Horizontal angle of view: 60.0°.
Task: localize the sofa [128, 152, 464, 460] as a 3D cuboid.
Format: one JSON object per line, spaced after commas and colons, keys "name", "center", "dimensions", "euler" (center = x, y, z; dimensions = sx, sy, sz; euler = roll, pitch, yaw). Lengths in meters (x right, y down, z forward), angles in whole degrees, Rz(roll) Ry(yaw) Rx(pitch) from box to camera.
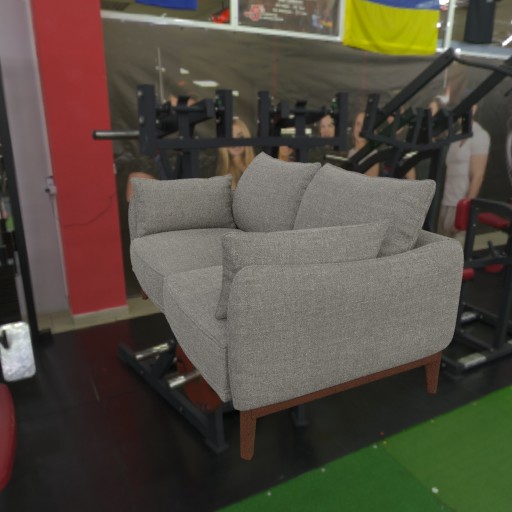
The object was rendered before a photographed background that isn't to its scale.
{"name": "sofa", "center": [0.000, 0.000, 2.095], "dimensions": [0.972, 0.851, 1.580], "euler": [-8, 19, -25]}
